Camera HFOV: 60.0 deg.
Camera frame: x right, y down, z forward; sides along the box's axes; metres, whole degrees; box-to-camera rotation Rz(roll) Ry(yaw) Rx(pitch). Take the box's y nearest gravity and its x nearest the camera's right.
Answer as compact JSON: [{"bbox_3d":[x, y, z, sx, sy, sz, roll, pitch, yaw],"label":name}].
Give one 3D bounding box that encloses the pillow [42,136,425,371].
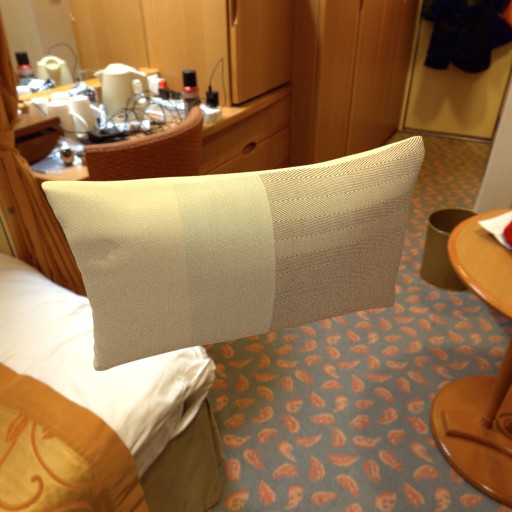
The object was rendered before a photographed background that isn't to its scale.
[{"bbox_3d":[0.000,0.000,0.641,0.506,0.305,0.139,-10,34,-15],"label":"pillow"}]
